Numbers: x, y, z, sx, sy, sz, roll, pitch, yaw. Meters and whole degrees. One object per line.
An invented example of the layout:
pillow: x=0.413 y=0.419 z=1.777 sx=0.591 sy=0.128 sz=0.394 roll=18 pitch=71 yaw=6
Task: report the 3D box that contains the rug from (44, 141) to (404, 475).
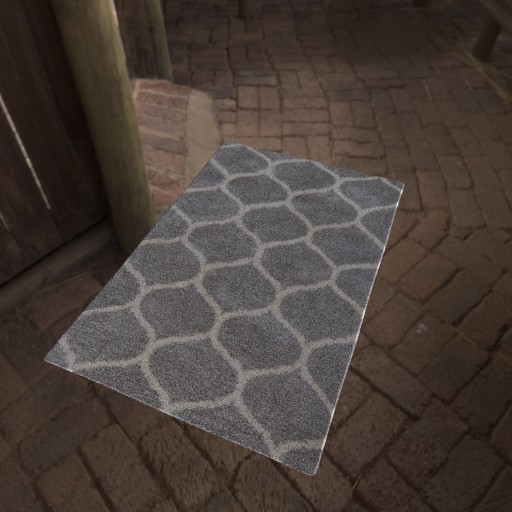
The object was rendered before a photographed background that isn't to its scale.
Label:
rug: x=0.000 y=0.000 z=3.417 sx=1.801 sy=0.026 sz=2.701 roll=17 pitch=49 yaw=15
